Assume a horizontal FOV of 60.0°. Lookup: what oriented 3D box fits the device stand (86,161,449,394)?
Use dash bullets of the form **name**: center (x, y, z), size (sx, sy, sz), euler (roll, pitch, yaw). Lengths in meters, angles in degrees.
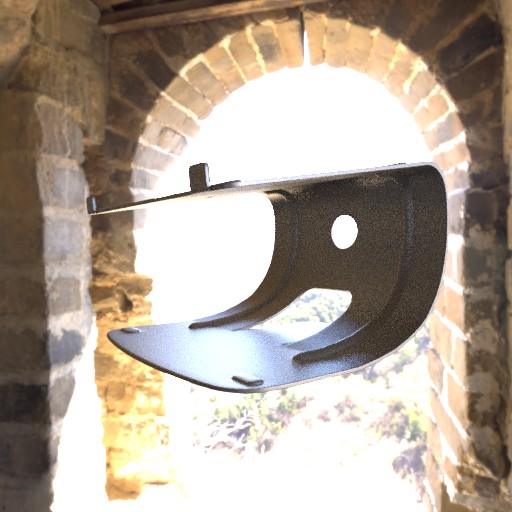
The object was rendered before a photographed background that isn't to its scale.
- **device stand**: center (0.000, 0.000, 0.403), size (0.236, 0.155, 0.256), euler (-1, 2, -36)
